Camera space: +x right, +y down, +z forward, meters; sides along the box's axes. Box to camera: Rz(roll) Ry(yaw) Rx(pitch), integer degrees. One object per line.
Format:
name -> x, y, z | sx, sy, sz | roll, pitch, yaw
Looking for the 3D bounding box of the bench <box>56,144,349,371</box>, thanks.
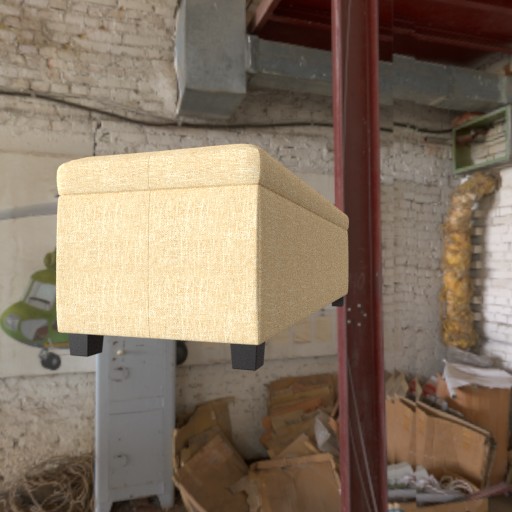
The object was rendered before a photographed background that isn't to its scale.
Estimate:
bench -> 0.000, 0.000, 1.373 | 0.432, 0.406, 1.219 | 0, -1, 19
